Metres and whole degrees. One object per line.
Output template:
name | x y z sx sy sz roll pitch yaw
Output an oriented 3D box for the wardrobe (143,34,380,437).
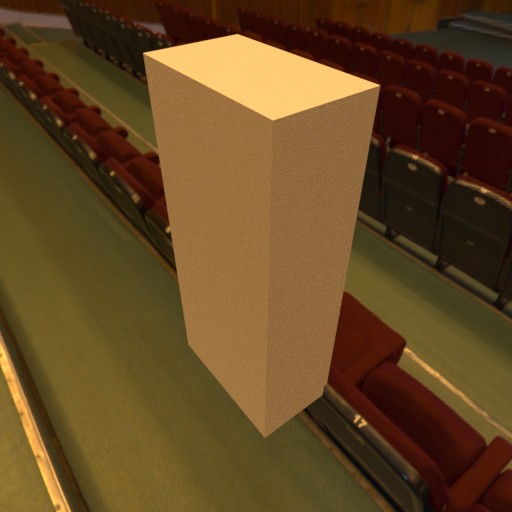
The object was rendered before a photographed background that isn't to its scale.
wardrobe | 0.000 0.000 2.068 0.470 1.700 0.760 -26 47 -28
